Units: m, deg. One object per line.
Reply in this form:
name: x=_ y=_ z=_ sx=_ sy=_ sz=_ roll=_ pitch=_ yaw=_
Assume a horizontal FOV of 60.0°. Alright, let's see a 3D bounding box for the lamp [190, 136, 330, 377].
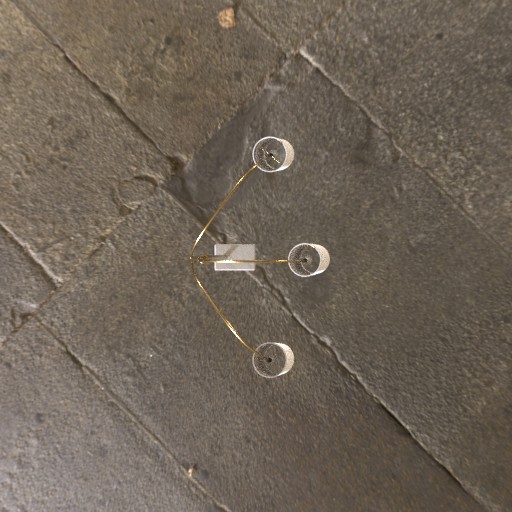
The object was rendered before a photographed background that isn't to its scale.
lamp: x=0.000 y=0.000 z=2.529 sx=0.667 sy=2.055 sz=1.020 roll=0 pitch=90 yaw=0
